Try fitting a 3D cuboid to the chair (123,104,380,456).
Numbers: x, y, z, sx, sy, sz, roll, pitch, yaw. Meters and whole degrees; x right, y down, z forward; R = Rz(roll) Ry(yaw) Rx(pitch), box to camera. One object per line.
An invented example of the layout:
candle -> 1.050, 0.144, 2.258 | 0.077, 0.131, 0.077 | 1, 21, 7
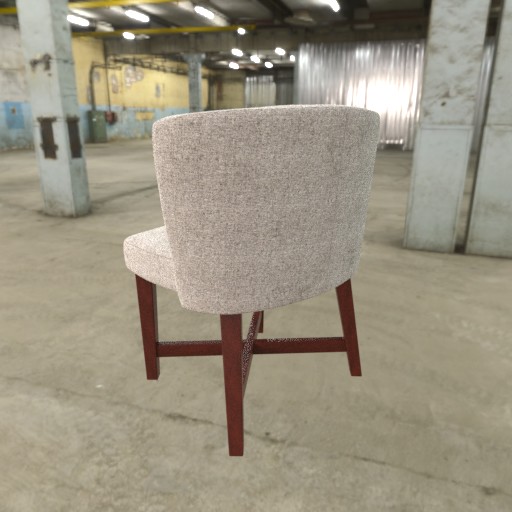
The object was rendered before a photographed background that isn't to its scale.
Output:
chair -> 0.000, 0.000, 1.298 | 0.728, 0.827, 0.575 | -16, 23, -41
